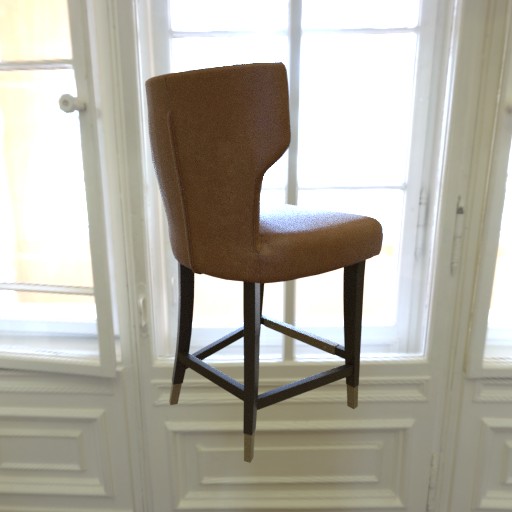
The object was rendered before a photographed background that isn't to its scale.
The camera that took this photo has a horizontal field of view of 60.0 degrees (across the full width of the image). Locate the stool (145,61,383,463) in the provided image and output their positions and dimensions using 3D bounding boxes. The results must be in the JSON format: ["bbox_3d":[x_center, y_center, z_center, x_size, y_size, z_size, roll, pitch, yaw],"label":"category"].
[{"bbox_3d":[0.000,0.000,1.312,0.563,0.982,0.526,-14,20,-42],"label":"stool"}]
